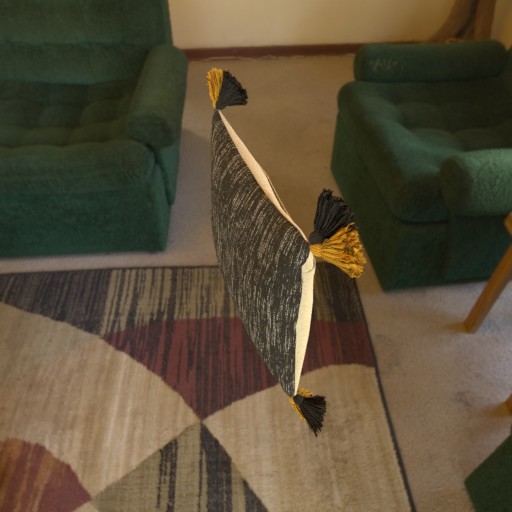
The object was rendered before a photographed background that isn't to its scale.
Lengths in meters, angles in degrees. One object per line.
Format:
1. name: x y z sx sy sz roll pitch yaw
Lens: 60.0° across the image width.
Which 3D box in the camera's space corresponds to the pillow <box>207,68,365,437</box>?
1. pillow: 0.000 0.000 0.995 0.139 0.659 0.654 -16 48 -15
